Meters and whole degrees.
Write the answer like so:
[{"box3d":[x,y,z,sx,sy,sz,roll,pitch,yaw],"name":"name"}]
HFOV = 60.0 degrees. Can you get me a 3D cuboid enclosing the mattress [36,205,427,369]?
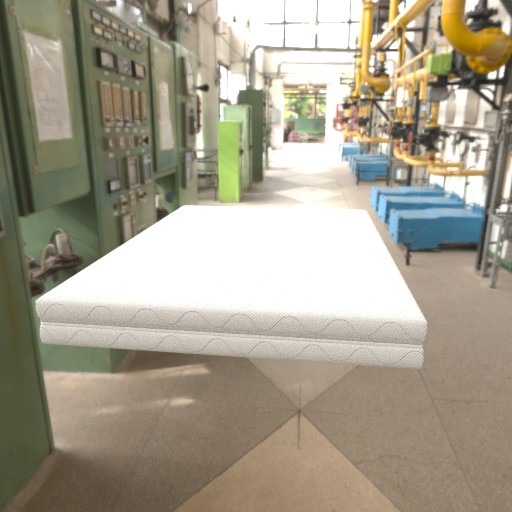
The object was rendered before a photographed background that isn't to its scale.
[{"box3d":[0.000,0.000,2.468,1.400,0.200,1.900,2,17,7],"name":"mattress"}]
